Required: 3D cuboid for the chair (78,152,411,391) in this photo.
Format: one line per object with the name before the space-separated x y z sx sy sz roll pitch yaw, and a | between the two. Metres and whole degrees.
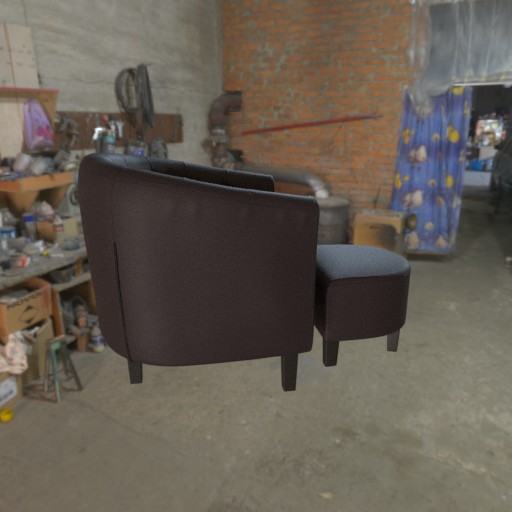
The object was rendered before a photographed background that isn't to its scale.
chair | 0.000 0.000 1.657 1.191 0.760 0.763 -3 16 -9
